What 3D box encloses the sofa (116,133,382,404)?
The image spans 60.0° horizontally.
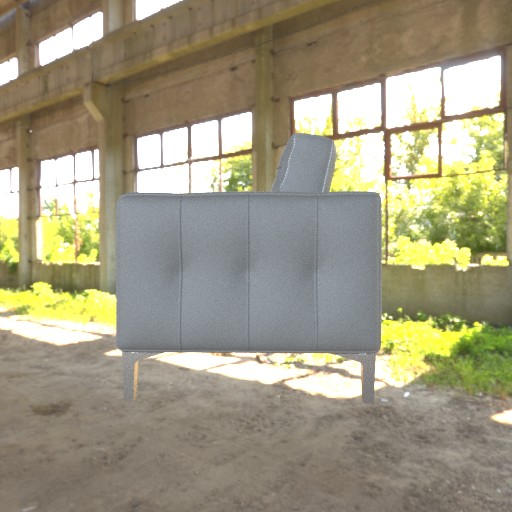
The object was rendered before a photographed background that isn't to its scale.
[{"bbox_3d":[0.000,0.000,2.182,0.833,0.892,1.726,0,0,2],"label":"sofa"}]
